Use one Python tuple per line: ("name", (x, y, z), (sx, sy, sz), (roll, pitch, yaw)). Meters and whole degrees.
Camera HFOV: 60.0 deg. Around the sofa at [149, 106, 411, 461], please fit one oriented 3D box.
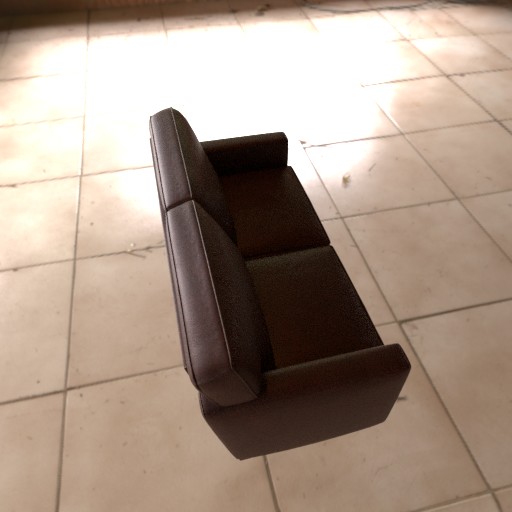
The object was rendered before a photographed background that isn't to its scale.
("sofa", (0.000, 0.000, 2.406), (0.912, 0.928, 1.876), (-10, 47, -10))
